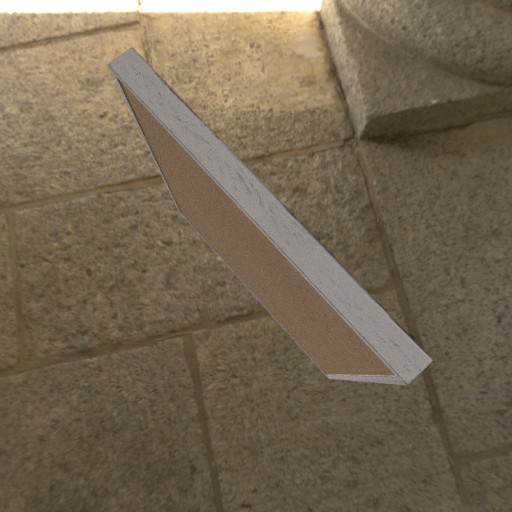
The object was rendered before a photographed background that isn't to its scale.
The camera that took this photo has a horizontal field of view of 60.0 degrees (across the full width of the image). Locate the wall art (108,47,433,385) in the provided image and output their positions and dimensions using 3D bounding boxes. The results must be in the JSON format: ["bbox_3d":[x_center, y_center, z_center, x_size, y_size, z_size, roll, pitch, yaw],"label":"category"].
[{"bbox_3d":[0.000,0.000,0.746,0.038,0.508,0.508,-41,79,-10],"label":"wall art"}]
